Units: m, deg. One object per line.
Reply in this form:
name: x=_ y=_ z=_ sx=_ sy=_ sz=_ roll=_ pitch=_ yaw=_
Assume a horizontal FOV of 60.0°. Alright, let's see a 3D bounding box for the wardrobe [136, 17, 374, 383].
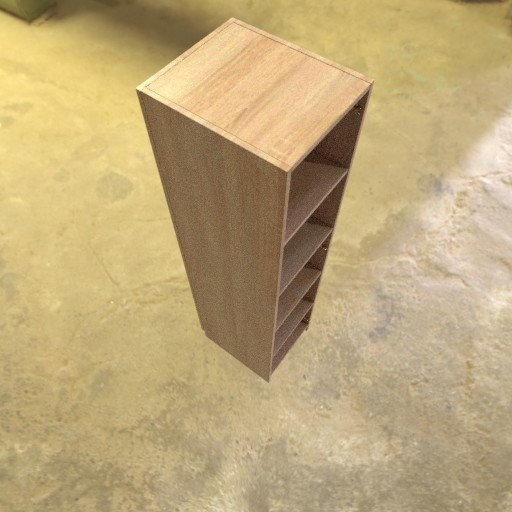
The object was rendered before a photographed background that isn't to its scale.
wardrobe: x=0.000 y=0.000 z=2.324 sx=0.588 sy=2.117 sz=0.496 roll=33 pitch=64 yaw=18
